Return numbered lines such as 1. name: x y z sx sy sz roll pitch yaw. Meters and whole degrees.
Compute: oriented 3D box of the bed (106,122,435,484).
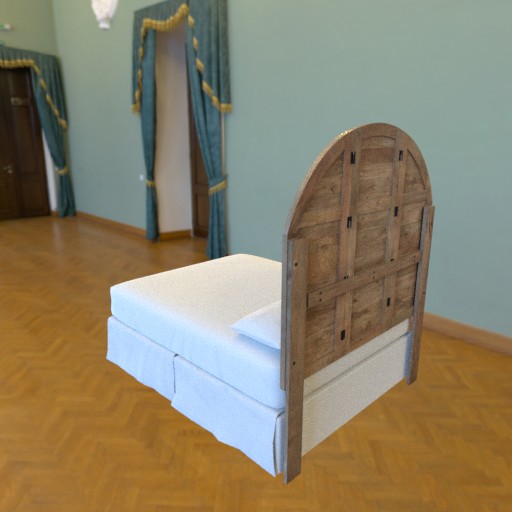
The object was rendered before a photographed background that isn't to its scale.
1. bed: 0.000 0.000 3.539 1.713 2.002 2.112 -15 21 -43
